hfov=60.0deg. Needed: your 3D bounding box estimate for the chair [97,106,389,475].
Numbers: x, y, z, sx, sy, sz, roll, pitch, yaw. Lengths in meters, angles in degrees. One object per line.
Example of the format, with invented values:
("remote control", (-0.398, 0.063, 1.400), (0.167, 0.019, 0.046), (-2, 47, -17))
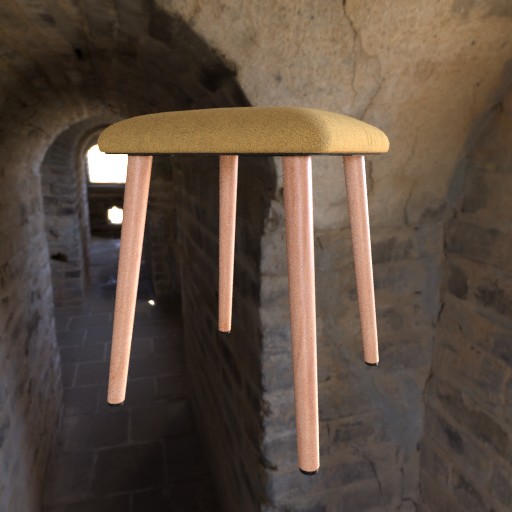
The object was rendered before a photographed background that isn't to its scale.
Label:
("chair", (0.000, 0.000, 0.709), (0.350, 0.440, 0.350), (7, 15, 27))
